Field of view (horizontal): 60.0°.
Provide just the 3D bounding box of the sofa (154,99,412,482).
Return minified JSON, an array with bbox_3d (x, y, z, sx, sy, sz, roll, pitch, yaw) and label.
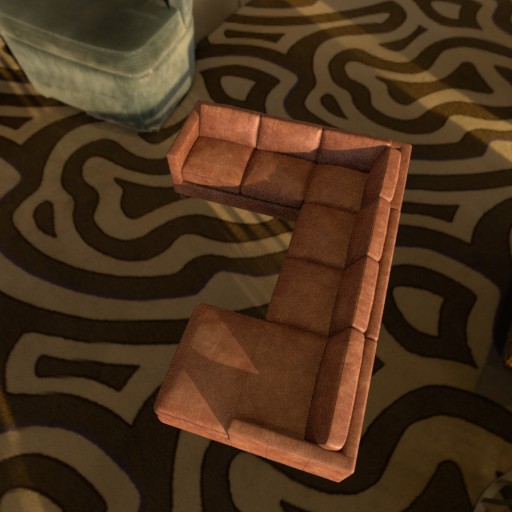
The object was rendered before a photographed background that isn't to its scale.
[{"bbox_3d":[0.000,0.000,4.318,2.452,0.888,3.324,15,59,9],"label":"sofa"}]
